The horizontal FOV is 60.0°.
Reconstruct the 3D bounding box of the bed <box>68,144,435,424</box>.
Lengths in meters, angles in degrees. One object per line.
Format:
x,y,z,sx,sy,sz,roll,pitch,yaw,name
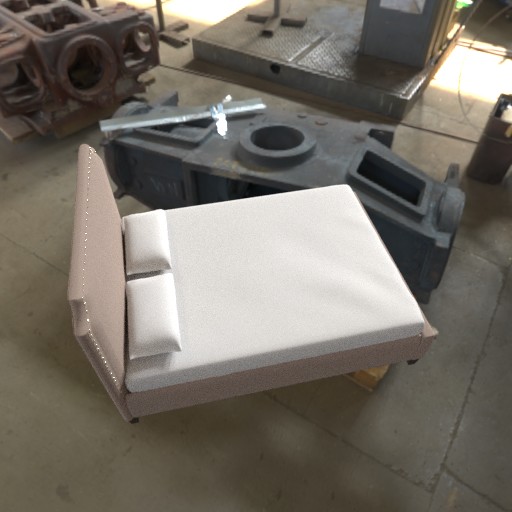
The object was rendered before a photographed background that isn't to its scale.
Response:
0.000,0.000,3.454,2.372,1.443,1.713,-9,49,-8,bed
